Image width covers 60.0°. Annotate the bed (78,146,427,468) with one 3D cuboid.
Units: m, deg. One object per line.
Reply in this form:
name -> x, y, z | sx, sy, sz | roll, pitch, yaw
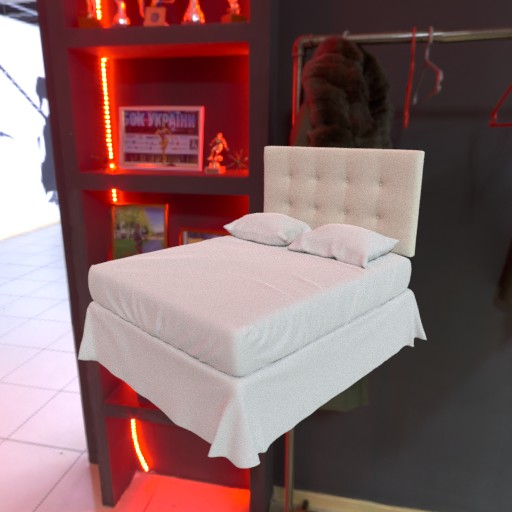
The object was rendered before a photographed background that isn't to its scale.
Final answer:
bed -> 0.000, 0.000, 3.425 | 1.936, 1.577, 2.222 | 15, 21, 42
